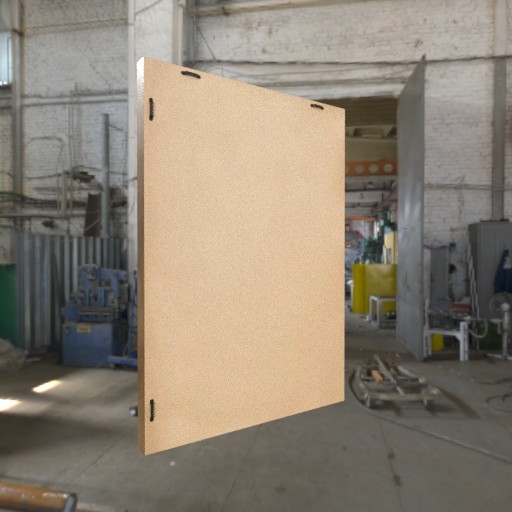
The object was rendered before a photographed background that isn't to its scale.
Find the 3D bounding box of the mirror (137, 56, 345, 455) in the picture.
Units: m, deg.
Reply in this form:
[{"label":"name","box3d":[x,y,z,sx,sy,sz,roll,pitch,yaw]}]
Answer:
[{"label":"mirror","box3d":[0.000,0.000,0.946,0.507,0.710,0.040,0,1,-35]}]
